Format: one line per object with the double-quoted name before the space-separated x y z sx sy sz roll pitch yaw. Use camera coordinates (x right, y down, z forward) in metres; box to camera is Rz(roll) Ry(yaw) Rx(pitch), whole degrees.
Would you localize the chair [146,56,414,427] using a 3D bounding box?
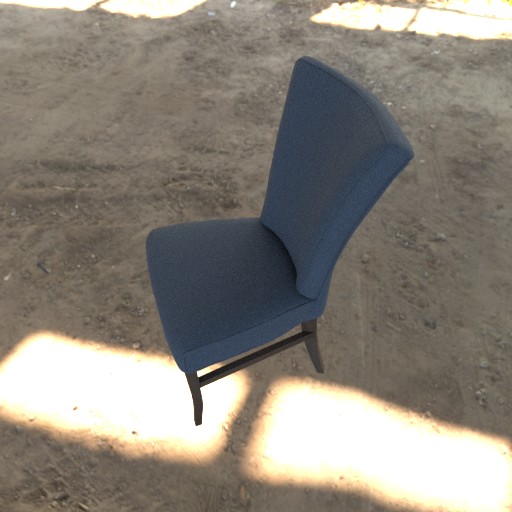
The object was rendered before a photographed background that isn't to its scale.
"chair" 0.000 0.000 1.385 0.660 0.991 0.520 -15 48 -14
